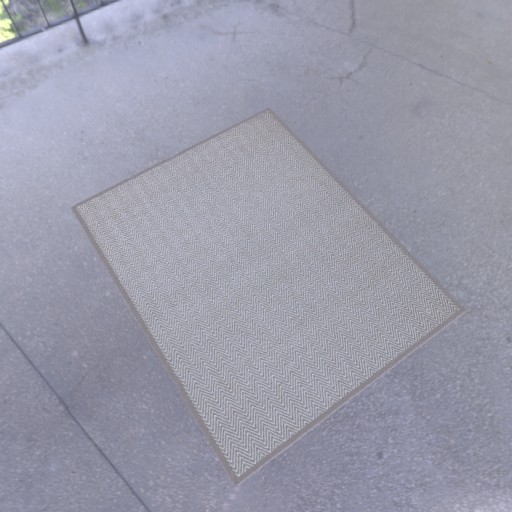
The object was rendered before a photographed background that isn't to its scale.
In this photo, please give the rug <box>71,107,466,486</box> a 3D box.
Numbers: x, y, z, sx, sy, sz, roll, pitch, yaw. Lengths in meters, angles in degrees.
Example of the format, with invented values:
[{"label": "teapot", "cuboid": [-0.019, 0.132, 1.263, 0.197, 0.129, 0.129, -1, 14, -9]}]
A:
[{"label": "rug", "cuboid": [0.000, 0.000, 4.159, 2.434, 0.032, 3.007, -31, 66, -15]}]
